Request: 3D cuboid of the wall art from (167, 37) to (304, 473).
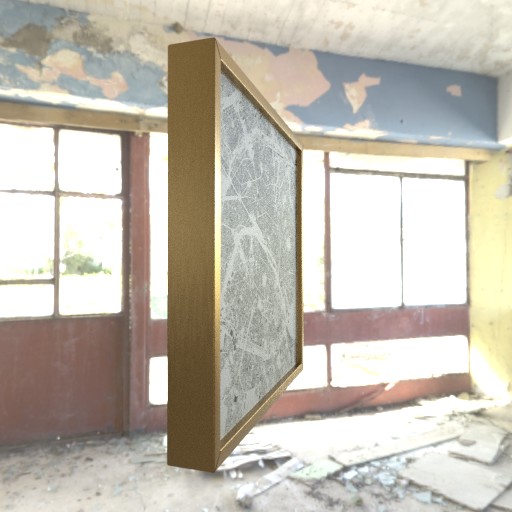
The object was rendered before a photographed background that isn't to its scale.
[{"bbox_3d":[0.000,0.000,0.460,0.037,0.305,0.305,0,-1,18],"label":"wall art"}]
